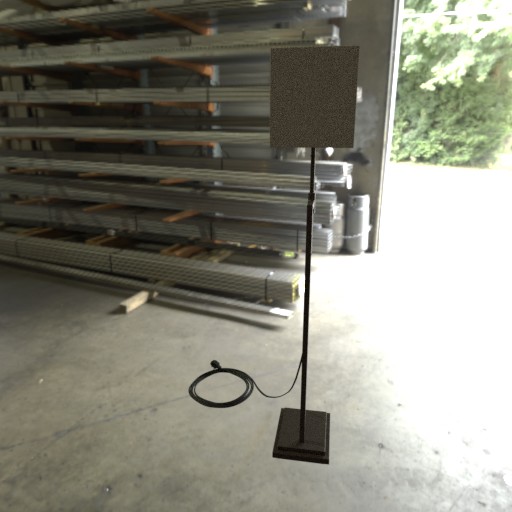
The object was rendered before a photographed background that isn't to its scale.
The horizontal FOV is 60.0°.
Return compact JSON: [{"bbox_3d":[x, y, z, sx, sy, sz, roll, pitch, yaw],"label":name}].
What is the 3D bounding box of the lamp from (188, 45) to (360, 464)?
[{"bbox_3d":[0.000,0.000,1.989,0.774,1.600,0.698,3,17,10],"label":"lamp"}]
